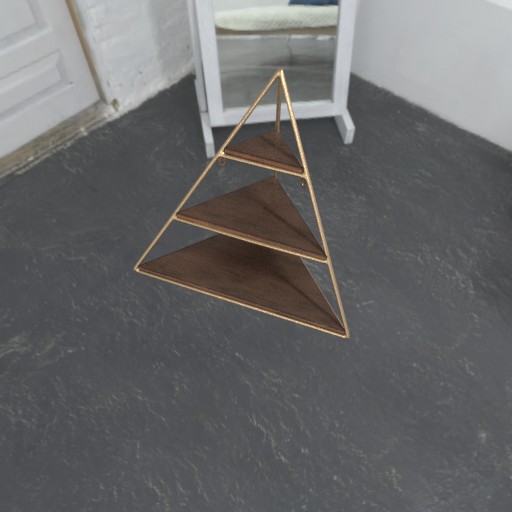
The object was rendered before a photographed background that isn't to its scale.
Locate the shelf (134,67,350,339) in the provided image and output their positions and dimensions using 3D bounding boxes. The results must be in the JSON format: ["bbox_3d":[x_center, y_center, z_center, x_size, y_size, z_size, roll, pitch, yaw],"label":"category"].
[{"bbox_3d":[0.000,0.000,1.158,0.564,0.913,0.294,17,59,10],"label":"shelf"}]
